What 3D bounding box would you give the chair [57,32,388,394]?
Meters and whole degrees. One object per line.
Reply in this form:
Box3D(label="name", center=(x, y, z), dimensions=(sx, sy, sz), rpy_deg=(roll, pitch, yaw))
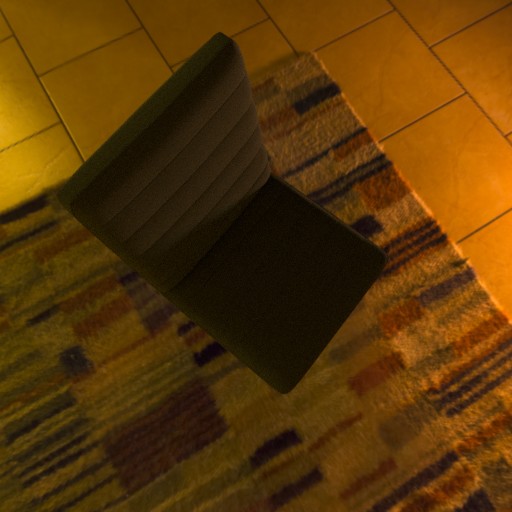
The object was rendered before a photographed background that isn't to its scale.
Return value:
Box3D(label="chair", center=(0.000, 0.000, 1.297), dimensions=(0.634, 0.930, 0.520), rpy_deg=(38, 78, 10))
